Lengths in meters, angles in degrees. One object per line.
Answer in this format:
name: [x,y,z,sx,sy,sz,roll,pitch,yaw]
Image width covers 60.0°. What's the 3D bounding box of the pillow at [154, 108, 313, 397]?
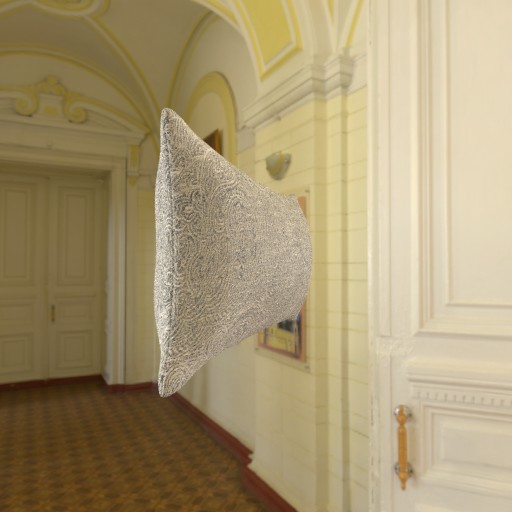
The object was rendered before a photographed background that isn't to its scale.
pillow: [0.000,0.000,0.737,0.151,0.295,0.615,0,-1,17]
